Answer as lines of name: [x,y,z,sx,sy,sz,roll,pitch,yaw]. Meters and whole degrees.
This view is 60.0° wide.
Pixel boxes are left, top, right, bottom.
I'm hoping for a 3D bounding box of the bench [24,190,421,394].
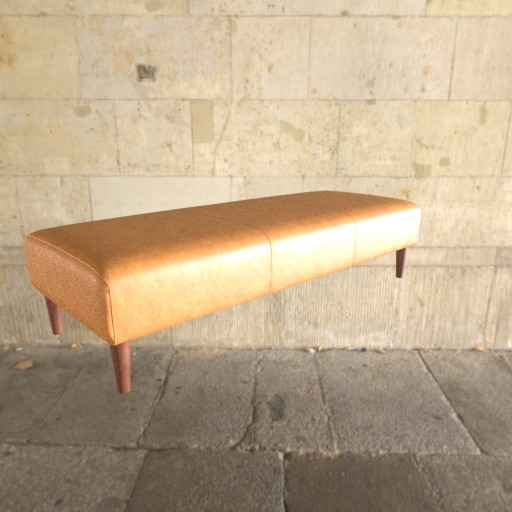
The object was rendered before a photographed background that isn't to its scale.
bench: [0.000,0.000,1.854,1.610,0.399,0.653,-14,21,-41]
